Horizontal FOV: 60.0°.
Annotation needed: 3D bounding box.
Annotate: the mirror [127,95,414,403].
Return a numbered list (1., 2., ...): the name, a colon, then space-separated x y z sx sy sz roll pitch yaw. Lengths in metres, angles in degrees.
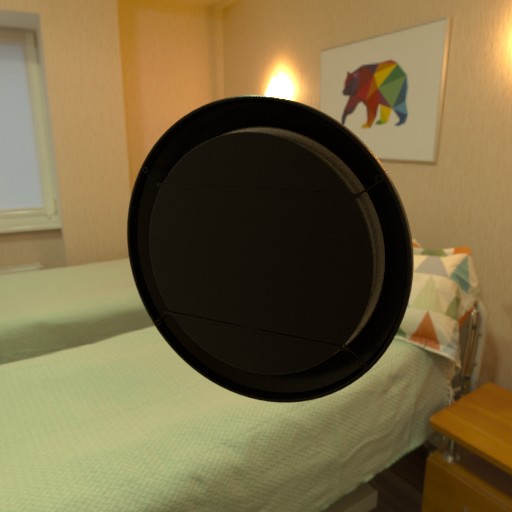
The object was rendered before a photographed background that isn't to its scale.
1. mirror: 0.000 0.000 1.336 0.907 0.907 0.111 7 16 25
